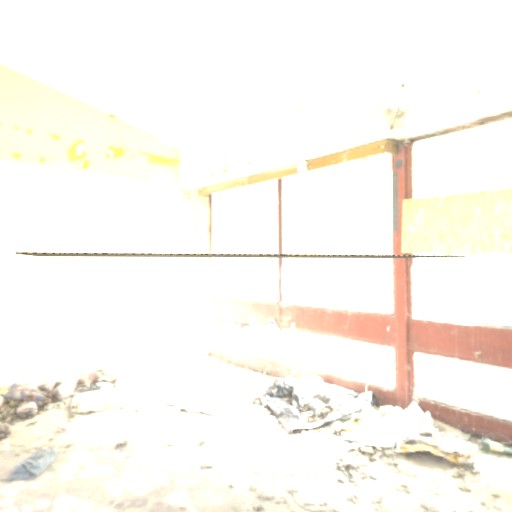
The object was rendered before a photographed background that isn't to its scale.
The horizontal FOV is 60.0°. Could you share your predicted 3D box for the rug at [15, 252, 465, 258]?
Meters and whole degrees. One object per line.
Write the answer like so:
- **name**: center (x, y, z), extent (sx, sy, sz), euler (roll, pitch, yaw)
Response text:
- **rug**: center (0.000, 0.000, 2.465), extent (2.277, 0.008, 0.676), euler (0, -1, -18)
